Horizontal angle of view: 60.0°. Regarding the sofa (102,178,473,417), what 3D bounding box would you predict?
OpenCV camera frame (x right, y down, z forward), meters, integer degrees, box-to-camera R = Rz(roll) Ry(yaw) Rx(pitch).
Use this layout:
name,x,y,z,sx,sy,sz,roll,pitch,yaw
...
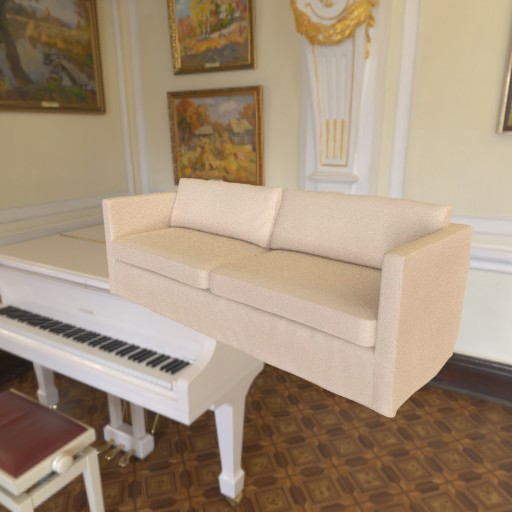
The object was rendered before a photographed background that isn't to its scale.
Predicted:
name,x,y,z,sx,sy,sz,roll,pitch,yaw
sofa,0.000,0.000,3.367,2.779,0.999,1.036,14,21,41
